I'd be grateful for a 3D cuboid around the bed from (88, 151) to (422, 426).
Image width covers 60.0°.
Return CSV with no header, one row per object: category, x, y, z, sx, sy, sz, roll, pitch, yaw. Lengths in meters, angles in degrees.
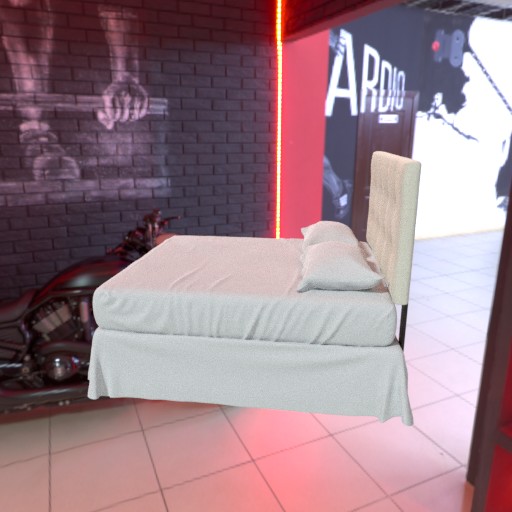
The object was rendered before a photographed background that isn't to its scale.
bed,0.000,0.000,3.511,2.222,1.577,1.936,2,15,8
